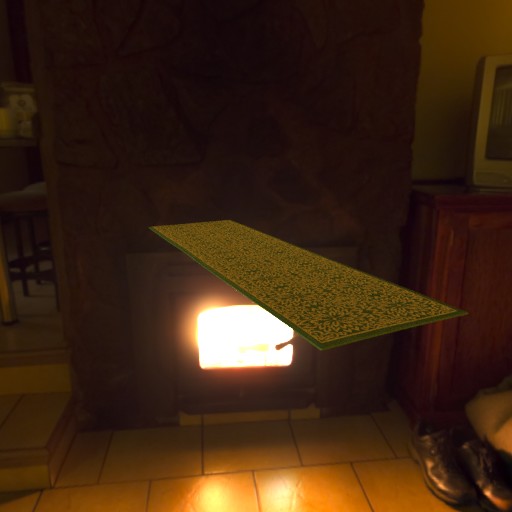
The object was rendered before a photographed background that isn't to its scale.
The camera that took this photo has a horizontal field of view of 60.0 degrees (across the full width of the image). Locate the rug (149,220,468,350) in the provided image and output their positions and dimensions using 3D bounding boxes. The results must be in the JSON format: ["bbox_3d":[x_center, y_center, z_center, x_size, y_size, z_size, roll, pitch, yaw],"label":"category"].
[{"bbox_3d":[0.000,0.000,2.446,0.662,0.011,2.196,-7,16,-26],"label":"rug"}]
